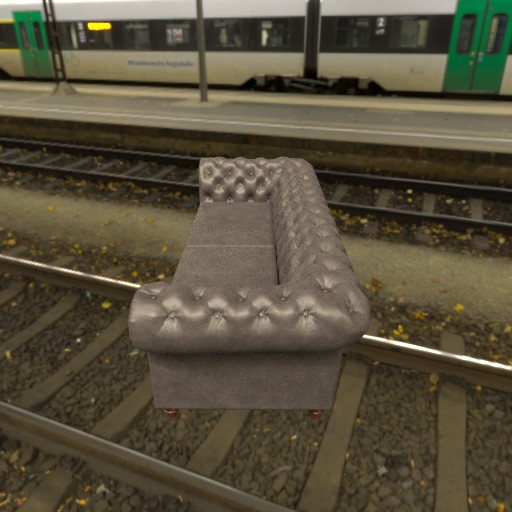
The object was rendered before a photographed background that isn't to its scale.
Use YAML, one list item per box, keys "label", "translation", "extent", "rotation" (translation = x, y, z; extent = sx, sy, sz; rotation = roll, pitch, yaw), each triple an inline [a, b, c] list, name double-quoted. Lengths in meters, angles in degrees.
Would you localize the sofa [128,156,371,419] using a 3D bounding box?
- label: "sofa"
  translation: [0.000, 0.000, 2.822]
  extent: [0.944, 0.783, 2.385]
  rotation: [0, 26, 0]
